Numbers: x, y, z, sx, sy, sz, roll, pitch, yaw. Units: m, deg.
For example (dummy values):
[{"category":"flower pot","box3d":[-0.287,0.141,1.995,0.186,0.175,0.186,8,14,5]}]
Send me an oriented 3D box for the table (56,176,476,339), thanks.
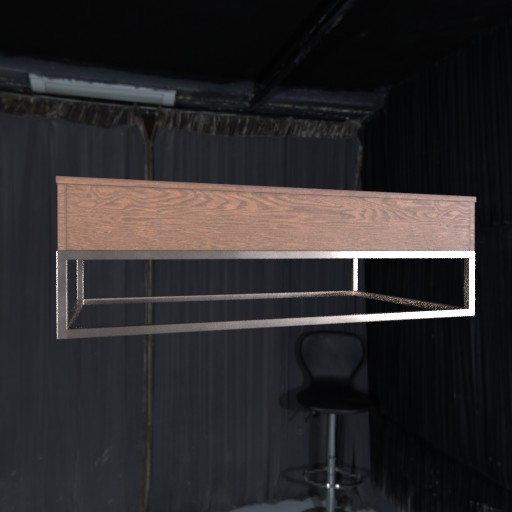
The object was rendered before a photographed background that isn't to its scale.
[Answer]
[{"category":"table","box3d":[0.000,0.000,1.501,1.167,0.361,0.719,0,1,-18]}]
